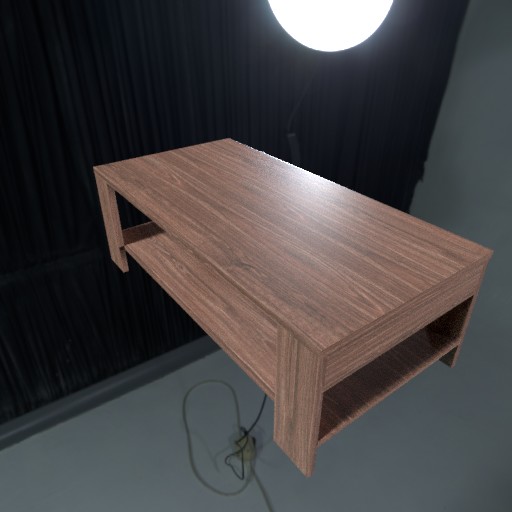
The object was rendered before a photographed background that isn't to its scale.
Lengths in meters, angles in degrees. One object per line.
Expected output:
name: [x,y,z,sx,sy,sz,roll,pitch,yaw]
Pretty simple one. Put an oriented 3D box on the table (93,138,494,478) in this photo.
table: [0.000,0.000,1.479,0.600,0.400,1.200,-21,37,-31]
